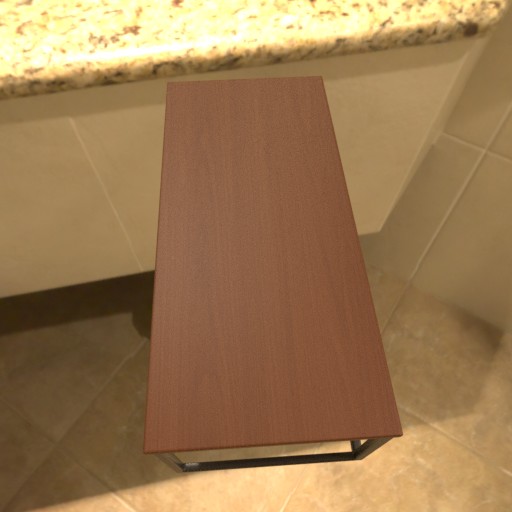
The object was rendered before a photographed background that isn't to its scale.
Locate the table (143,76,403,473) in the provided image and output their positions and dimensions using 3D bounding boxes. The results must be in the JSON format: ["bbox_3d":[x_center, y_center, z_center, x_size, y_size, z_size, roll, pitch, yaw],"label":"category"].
[{"bbox_3d":[0.000,0.000,1.306,0.500,0.400,1.100,-3,58,-2],"label":"table"}]
